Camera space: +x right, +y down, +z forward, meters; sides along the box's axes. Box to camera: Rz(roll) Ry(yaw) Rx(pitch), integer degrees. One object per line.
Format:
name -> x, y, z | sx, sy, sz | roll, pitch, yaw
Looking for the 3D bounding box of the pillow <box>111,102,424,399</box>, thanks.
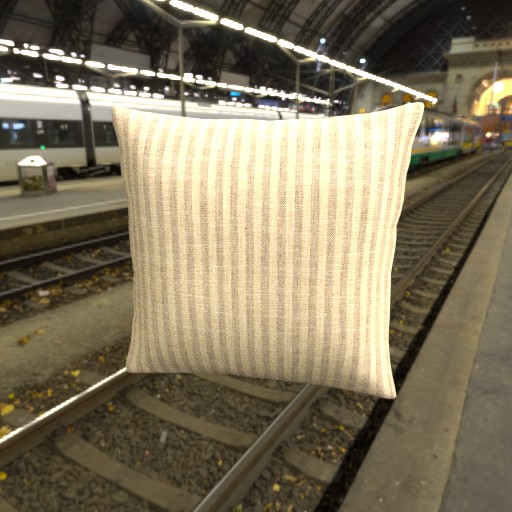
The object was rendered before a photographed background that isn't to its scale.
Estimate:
pillow -> 0.000, 0.000, 0.786 | 0.523, 0.510, 0.166 | 2, 15, 9
